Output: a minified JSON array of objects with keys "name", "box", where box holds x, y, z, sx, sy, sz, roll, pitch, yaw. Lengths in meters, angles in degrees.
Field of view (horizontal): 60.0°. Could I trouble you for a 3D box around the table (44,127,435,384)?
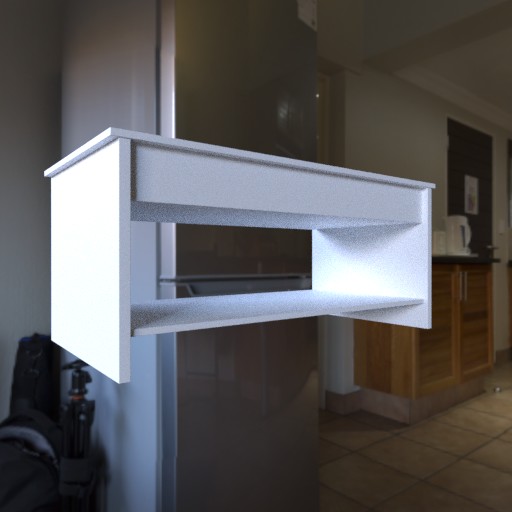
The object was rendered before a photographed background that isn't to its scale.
[{"name":"table","box":[0.000,0.000,1.254,1.000,0.441,0.500,0,0,-37]}]
